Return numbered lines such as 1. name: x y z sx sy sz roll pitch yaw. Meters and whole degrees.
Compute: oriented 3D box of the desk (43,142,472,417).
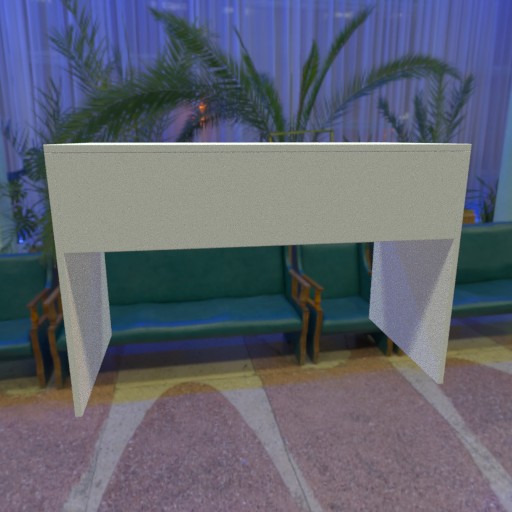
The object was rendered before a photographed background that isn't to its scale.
1. desk: 0.000 0.000 1.482 1.100 0.730 0.560 -2 15 -9
